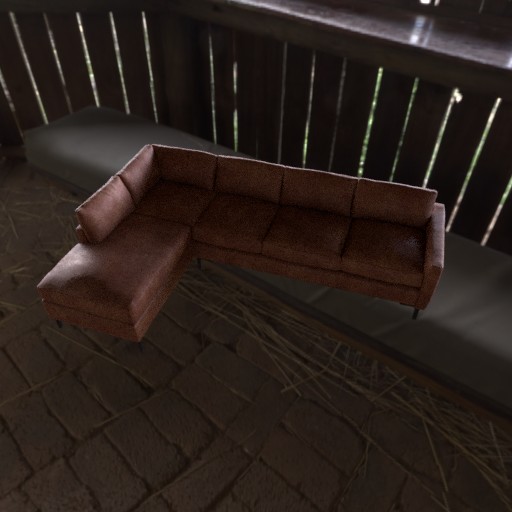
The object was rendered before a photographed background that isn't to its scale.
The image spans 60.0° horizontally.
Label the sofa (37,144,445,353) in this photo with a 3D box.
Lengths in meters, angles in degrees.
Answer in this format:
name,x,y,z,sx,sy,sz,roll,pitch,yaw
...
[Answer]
name,x,y,z,sx,sy,sz,roll,pitch,yaw
sofa,0.000,0.000,3.798,2.984,0.877,1.938,12,43,14
